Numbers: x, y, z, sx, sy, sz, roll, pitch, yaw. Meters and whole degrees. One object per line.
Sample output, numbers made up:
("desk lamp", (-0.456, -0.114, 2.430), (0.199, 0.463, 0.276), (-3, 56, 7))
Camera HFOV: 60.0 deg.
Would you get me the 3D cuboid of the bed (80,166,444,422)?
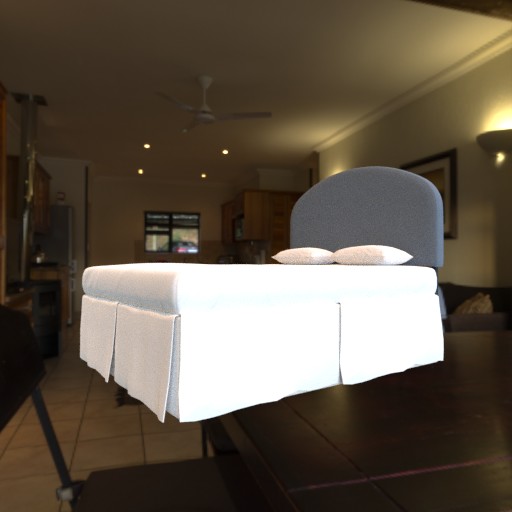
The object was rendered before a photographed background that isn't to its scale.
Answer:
("bed", (0.000, 0.000, 3.000), (2.005, 1.410, 1.607), (0, -1, -36))
